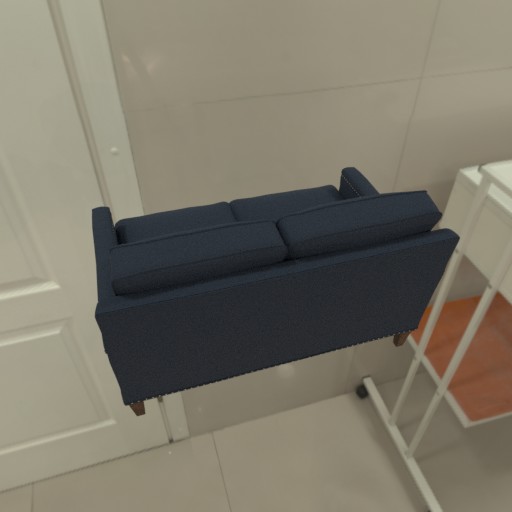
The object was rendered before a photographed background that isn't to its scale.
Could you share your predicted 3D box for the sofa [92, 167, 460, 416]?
[{"bbox_3d":[0.000,0.000,2.322,1.597,1.003,1.084,-11,42,-13],"label":"sofa"}]
